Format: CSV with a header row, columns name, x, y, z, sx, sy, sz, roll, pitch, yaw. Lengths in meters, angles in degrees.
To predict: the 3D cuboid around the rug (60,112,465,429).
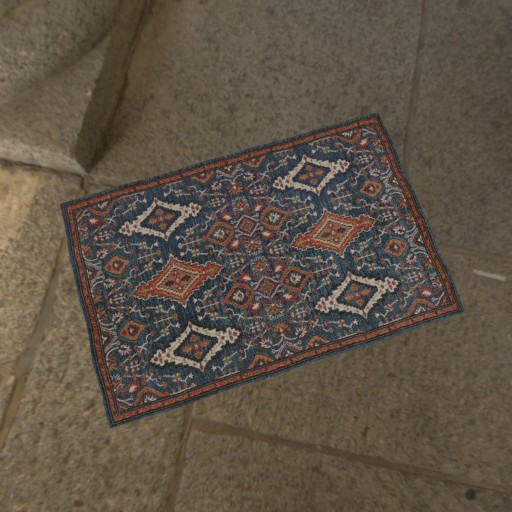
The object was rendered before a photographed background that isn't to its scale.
name,x,y,z,sx,sy,sz,roll,pitch,yaw
rug,0.000,0.000,4.196,3.371,0.008,2.190,-17,76,-4
